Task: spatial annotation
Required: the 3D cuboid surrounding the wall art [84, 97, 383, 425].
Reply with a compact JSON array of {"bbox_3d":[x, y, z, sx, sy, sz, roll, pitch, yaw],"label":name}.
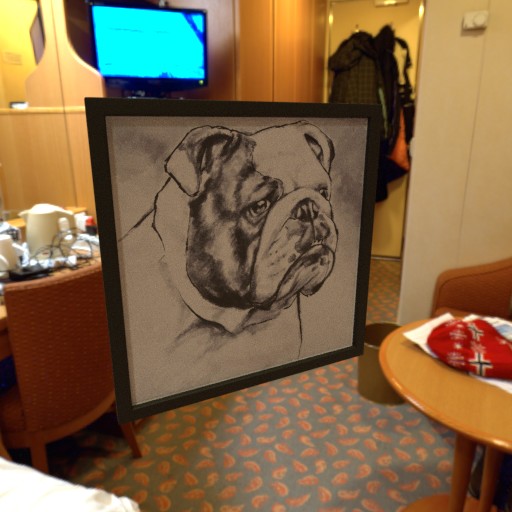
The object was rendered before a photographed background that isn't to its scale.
[{"bbox_3d":[0.000,0.000,0.999,0.663,0.659,0.016,-8,19,-26],"label":"wall art"}]
